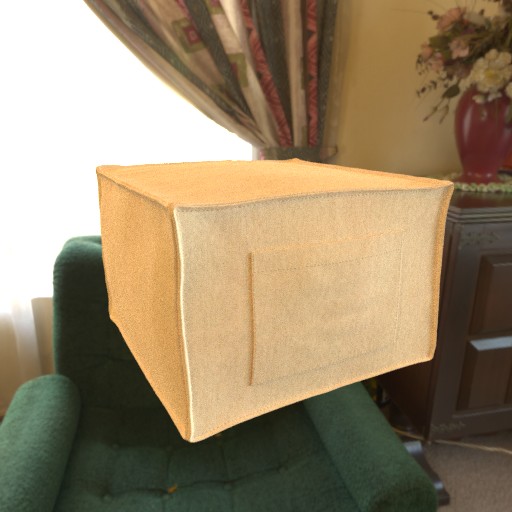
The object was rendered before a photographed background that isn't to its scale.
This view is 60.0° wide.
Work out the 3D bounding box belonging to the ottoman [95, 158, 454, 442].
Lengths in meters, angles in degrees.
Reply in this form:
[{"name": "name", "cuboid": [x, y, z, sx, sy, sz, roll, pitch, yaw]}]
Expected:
[{"name": "ottoman", "cuboid": [0.000, 0.000, 1.180, 0.707, 0.470, 0.696, -9, 19, -28]}]
